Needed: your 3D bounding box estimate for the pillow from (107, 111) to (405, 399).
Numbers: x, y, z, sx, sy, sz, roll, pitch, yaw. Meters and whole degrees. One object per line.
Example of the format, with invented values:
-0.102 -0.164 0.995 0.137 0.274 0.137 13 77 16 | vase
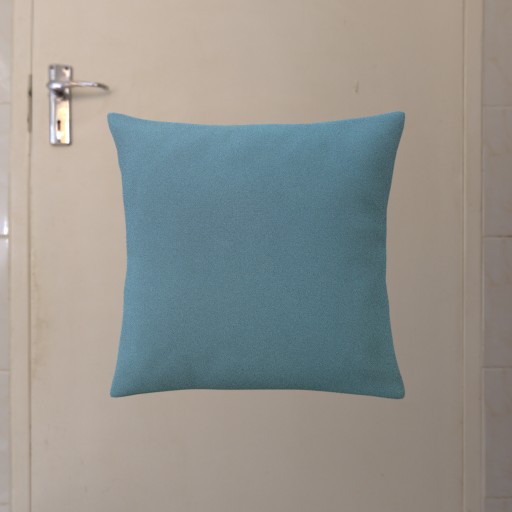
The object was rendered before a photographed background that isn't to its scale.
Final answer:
0.000 0.000 0.785 0.526 0.507 0.166 0 0 1 | pillow
